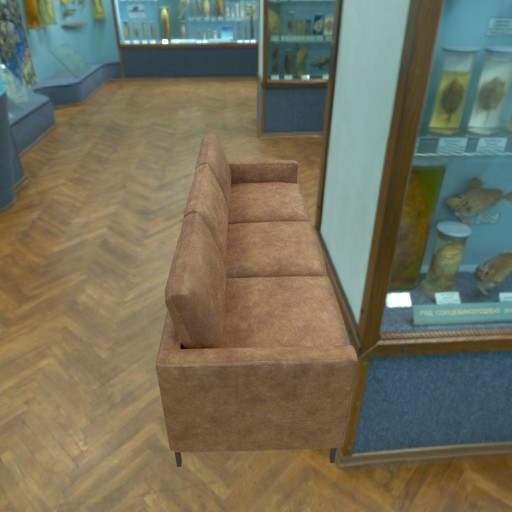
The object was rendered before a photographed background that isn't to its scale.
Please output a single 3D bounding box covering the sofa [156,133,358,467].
[{"bbox_3d":[0.000,0.000,2.450,0.748,0.863,2.029,-1,32,-1],"label":"sofa"}]
